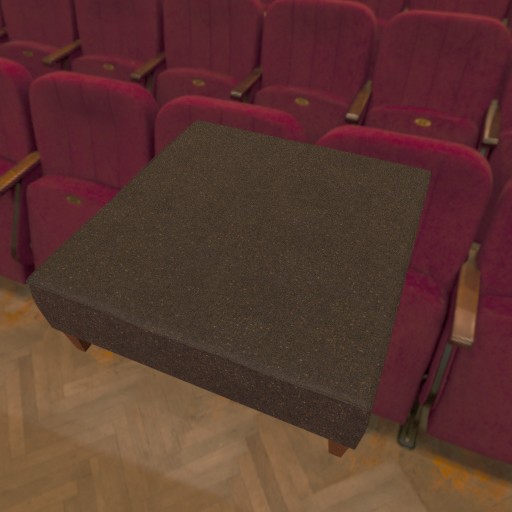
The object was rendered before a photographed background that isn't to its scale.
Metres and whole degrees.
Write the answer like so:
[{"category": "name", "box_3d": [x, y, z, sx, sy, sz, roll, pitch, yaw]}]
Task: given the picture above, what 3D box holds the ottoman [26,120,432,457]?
[{"category": "ottoman", "box_3d": [0.000, 0.000, 1.524, 0.968, 0.382, 1.004, 17, 47, 16]}]
